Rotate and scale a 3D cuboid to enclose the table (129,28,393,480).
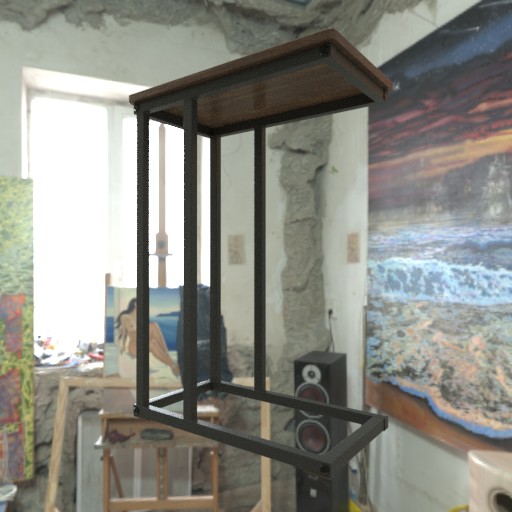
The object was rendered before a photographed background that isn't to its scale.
[{"bbox_3d":[0.000,0.000,0.851,0.450,0.637,0.254,0,0,36],"label":"table"}]
